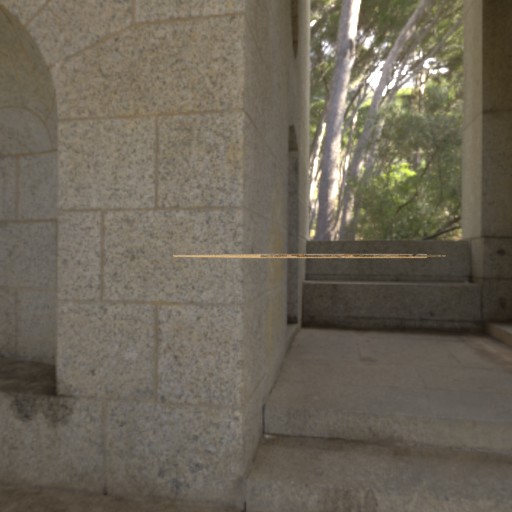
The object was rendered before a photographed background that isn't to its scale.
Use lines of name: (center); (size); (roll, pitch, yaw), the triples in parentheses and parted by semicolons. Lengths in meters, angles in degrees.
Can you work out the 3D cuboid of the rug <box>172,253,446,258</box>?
rug: (0.000, 0.000, 2.718); (0.729, 0.021, 2.438); (0, 0, -18)
